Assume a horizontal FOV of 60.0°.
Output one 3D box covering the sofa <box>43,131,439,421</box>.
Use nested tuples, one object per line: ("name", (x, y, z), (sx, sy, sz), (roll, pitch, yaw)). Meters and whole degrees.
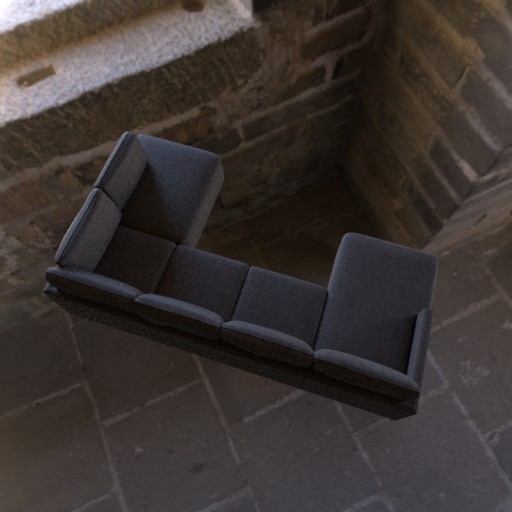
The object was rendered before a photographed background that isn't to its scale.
("sofa", (0.000, 0.000, 4.341), (3.423, 0.999, 2.048), (16, 66, 7))
